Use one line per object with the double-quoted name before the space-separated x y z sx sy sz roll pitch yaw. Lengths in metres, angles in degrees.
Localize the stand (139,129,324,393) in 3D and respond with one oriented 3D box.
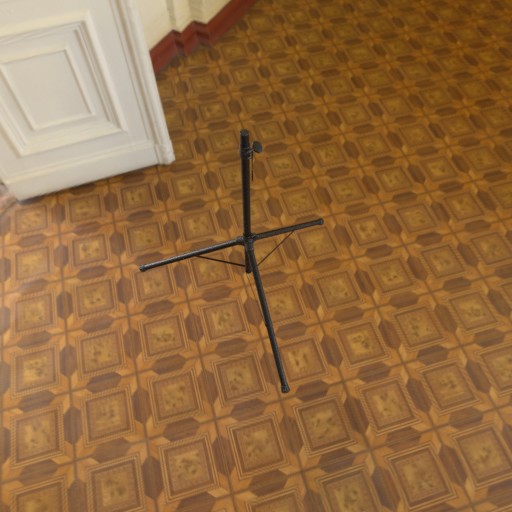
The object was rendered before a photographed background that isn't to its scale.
"stand" 0.000 0.000 2.736 1.596 1.595 1.339 -14 59 -9
